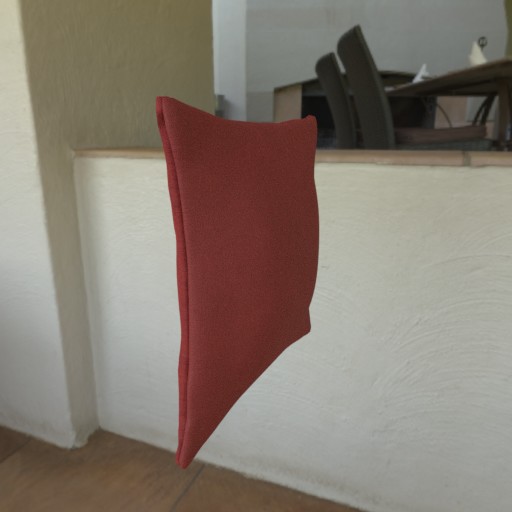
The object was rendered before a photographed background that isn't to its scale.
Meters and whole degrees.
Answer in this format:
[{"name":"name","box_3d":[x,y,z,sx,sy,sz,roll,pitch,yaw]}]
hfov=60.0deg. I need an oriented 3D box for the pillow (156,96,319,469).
[{"name":"pillow","box_3d":[0.000,0.000,0.656,0.151,0.416,0.435,7,17,26]}]
